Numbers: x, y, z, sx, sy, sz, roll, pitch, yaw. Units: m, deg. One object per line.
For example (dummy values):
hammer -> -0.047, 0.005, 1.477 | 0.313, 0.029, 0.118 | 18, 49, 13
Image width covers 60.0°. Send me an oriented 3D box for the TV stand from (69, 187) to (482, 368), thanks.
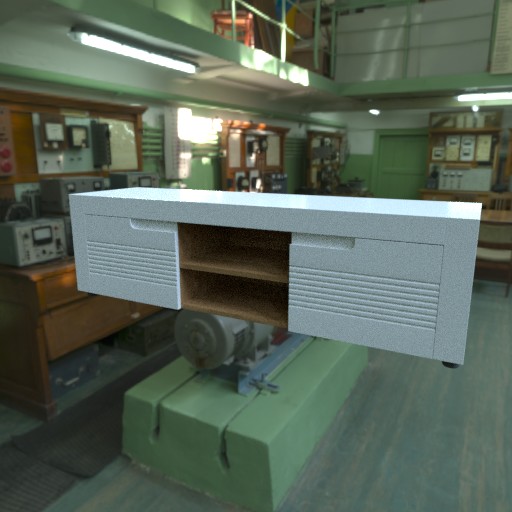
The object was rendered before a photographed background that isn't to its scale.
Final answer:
TV stand -> 0.000, 0.000, 1.698 | 1.500, 0.440, 0.410 | 7, 15, 26
